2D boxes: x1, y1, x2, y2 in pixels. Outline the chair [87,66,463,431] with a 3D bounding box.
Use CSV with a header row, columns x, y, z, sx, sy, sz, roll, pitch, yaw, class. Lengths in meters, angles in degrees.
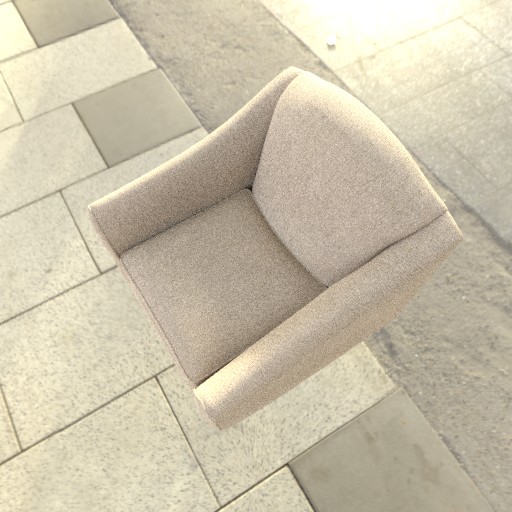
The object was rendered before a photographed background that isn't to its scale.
x,y,z,sx,sy,sz,roll,pitch,yaw,class
0.000,0.000,1.426,0.787,0.839,0.763,-30,67,-15,chair
